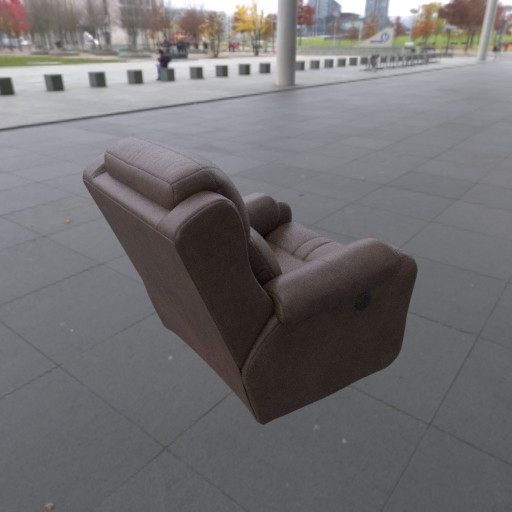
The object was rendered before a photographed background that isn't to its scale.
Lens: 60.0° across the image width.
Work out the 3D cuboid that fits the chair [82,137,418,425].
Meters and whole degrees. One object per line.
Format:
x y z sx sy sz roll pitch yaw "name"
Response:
0.000 0.000 1.824 1.067 0.990 0.940 -18 31 -33 "chair"
